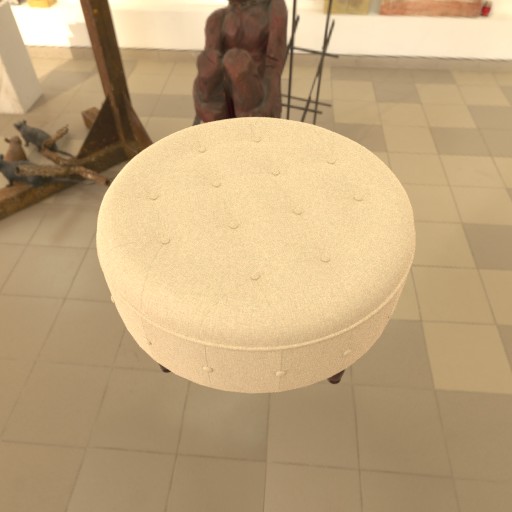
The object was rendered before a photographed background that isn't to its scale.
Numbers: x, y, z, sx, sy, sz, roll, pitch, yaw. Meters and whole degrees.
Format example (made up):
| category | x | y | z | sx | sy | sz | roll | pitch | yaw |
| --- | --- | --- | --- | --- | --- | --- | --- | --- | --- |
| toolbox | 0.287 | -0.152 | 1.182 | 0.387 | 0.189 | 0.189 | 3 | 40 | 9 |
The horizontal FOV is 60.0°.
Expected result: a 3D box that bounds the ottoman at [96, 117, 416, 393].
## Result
| category | x | y | z | sx | sy | sz | roll | pitch | yaw |
| --- | --- | --- | --- | --- | --- | --- | --- | --- | --- |
| ottoman | 0.000 | 0.000 | 1.335 | 0.848 | 0.494 | 0.848 | 0 | 48 | 0 |
